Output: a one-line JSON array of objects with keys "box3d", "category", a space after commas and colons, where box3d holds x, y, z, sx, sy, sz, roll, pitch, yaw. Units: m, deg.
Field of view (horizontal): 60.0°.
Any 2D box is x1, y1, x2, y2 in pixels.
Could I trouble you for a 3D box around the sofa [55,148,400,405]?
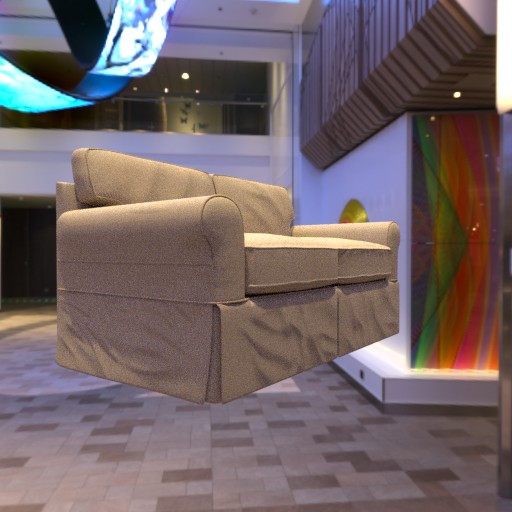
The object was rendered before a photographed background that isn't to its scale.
[{"box3d": [0.000, 0.000, 2.303, 0.991, 0.940, 1.727, 0, 1, 38], "category": "sofa"}]
